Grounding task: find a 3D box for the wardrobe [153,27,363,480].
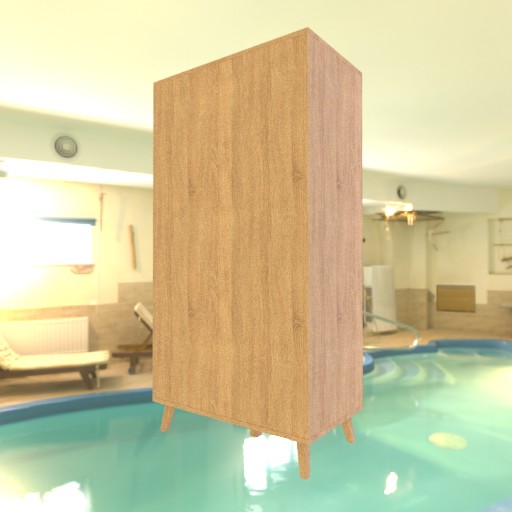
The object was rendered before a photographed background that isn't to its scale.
[{"bbox_3d":[0.000,0.000,2.434,1.000,1.960,0.600,0,-1,37],"label":"wardrobe"}]
